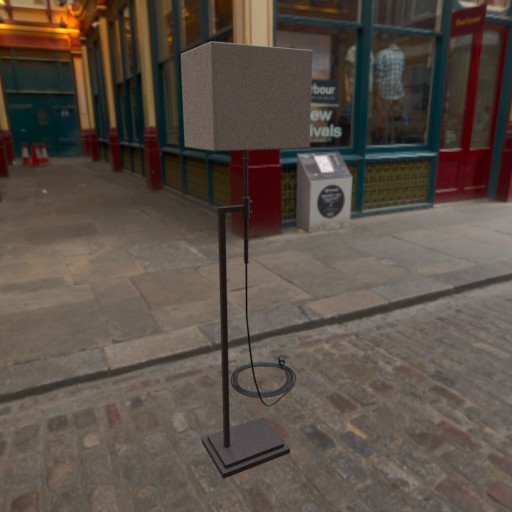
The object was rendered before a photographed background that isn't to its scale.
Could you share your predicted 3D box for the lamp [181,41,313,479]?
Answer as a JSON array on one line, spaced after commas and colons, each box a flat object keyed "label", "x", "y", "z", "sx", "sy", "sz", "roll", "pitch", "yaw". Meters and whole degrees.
[{"label": "lamp", "x": 0.000, "y": 0.000, "z": 1.996, "sx": 0.698, "sy": 1.600, "sz": 0.774, "roll": -9, "pitch": 19, "yaw": -26}]
